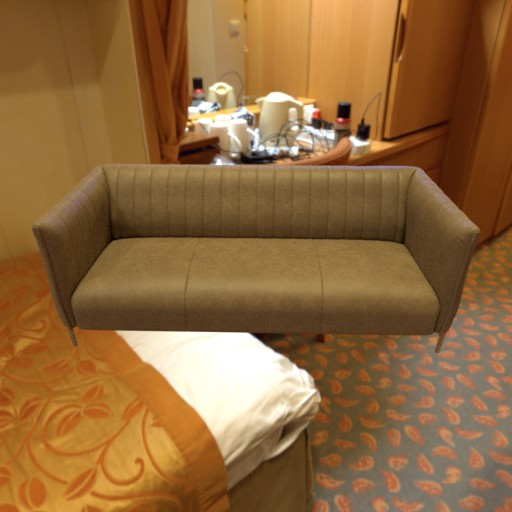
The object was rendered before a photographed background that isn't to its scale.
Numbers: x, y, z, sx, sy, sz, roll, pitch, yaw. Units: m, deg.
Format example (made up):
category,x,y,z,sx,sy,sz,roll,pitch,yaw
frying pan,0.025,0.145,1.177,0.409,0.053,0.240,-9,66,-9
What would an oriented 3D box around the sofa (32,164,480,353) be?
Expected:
category,x,y,z,sx,sy,sz,roll,pitch,yaw
sofa,0.000,0.000,2.425,1.980,0.779,0.876,1,29,1
